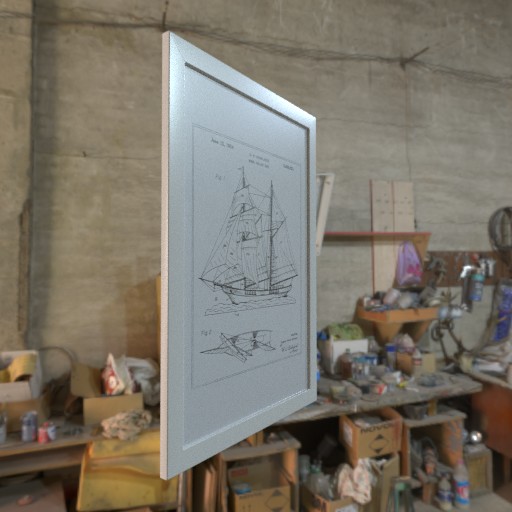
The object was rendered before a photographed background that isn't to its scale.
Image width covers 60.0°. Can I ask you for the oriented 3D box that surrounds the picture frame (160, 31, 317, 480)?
[{"bbox_3d":[0.000,0.000,0.683,0.012,0.534,0.381,-1,-2,35],"label":"picture frame"}]
